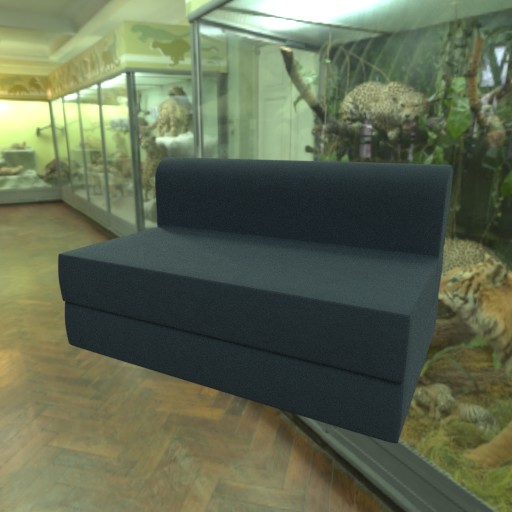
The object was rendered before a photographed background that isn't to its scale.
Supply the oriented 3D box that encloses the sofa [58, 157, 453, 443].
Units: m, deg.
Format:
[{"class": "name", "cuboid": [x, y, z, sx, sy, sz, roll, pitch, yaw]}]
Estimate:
[{"class": "sofa", "cuboid": [0.000, 0.000, 1.621, 1.219, 0.660, 0.762, 8, 17, 27]}]
